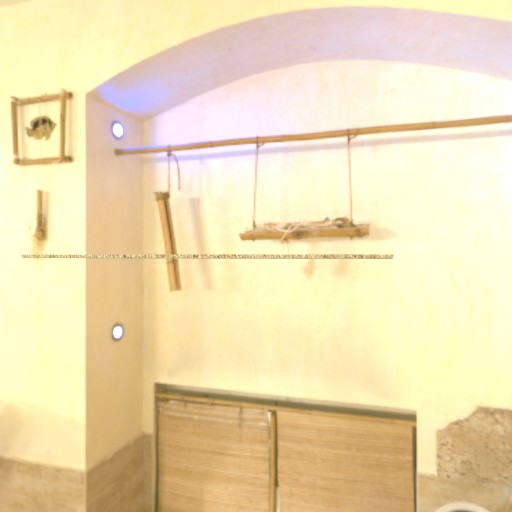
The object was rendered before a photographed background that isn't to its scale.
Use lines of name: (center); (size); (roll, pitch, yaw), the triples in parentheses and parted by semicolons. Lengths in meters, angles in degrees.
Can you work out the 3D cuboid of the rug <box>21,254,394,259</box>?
rug: (0.000, 0.000, 4.073); (2.400, 0.025, 3.000); (0, 0, 17)
